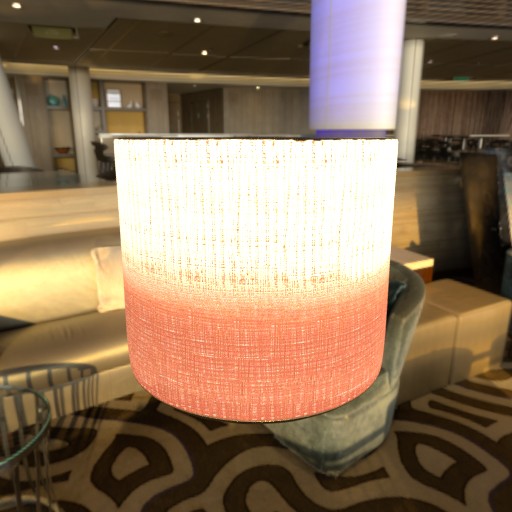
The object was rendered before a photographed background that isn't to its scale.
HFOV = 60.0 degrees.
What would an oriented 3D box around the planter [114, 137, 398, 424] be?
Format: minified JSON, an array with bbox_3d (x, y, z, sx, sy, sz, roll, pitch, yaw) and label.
[{"bbox_3d":[0.000,0.000,0.305,0.178,0.157,0.178,0,15,0],"label":"planter"}]
